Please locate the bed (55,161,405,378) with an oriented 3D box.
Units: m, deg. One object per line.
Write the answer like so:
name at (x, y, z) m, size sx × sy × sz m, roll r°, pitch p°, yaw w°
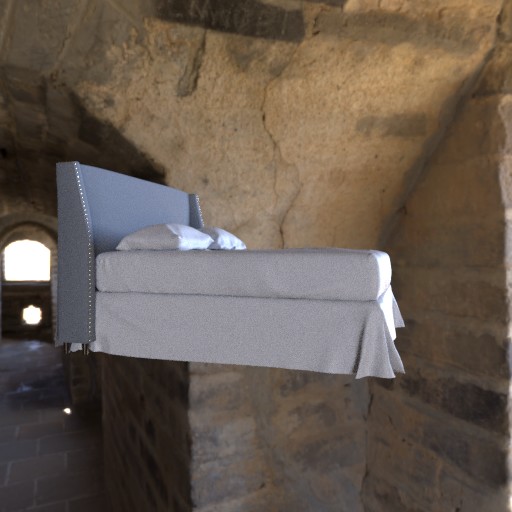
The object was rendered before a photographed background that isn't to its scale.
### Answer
bed at (0.000, 0.000, 3.565) m, size 2.276 × 1.332 × 1.925 m, roll 0°, pitch 1°, yaw 19°
